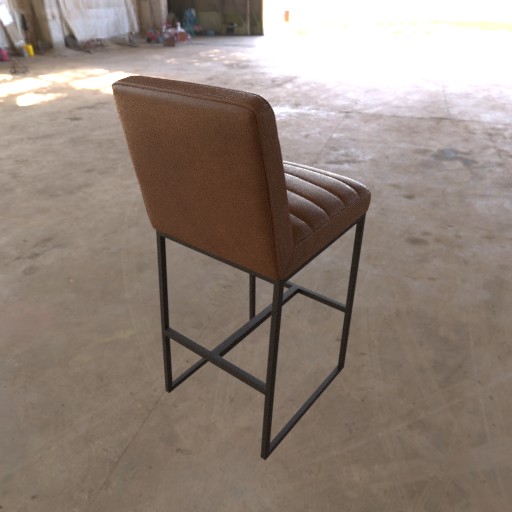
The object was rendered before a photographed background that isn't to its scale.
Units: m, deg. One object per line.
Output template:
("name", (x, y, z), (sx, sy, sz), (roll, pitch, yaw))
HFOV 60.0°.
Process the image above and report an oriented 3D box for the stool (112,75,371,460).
("stool", (0.000, 0.000, 1.331), (0.458, 1.040, 0.556), (22, 37, 32))
